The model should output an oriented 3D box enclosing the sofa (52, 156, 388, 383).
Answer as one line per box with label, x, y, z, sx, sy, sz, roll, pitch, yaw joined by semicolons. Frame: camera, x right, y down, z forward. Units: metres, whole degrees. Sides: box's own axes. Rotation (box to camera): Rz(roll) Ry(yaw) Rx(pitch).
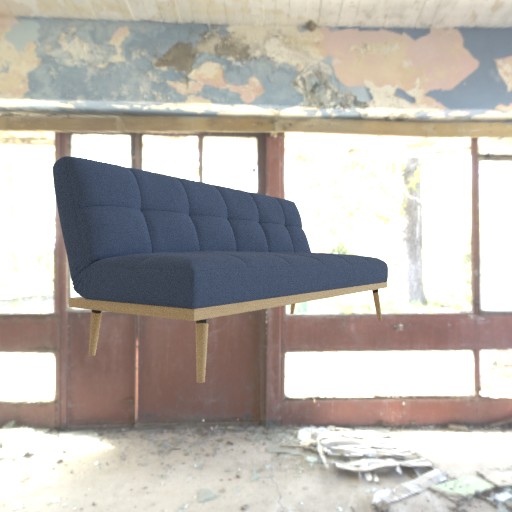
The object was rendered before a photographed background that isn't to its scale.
sofa;0.000;0.000;2.282;0.796;0.800;1.800;0;0;35
